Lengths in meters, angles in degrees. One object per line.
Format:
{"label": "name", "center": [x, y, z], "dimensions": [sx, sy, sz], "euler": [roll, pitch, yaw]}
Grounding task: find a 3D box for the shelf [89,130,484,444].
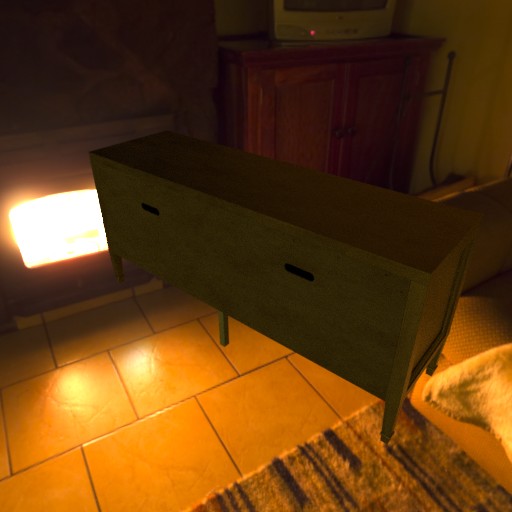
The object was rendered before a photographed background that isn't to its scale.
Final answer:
{"label": "shelf", "center": [0.000, 0.000, 1.922], "dimensions": [1.575, 0.719, 0.479], "euler": [23, 38, 33]}
